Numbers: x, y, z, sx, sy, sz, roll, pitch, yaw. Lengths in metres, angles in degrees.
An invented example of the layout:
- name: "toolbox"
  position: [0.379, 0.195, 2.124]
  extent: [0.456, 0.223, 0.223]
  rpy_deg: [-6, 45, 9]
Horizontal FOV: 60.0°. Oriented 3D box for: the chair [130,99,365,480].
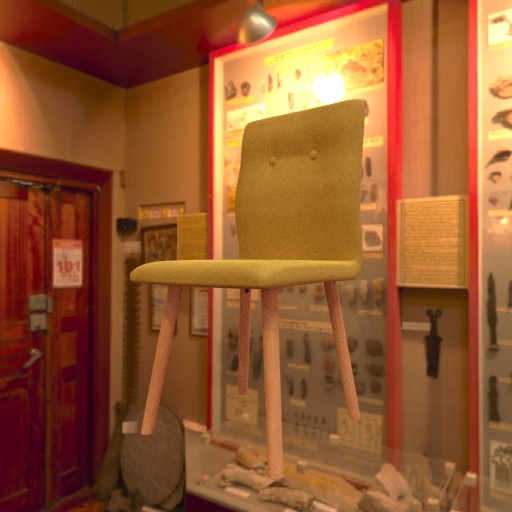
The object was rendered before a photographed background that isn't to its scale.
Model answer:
- name: "chair"
  position: [0.000, 0.000, 1.267]
  extent: [0.450, 0.965, 0.550]
  rpy_deg: [0, 0, 35]
